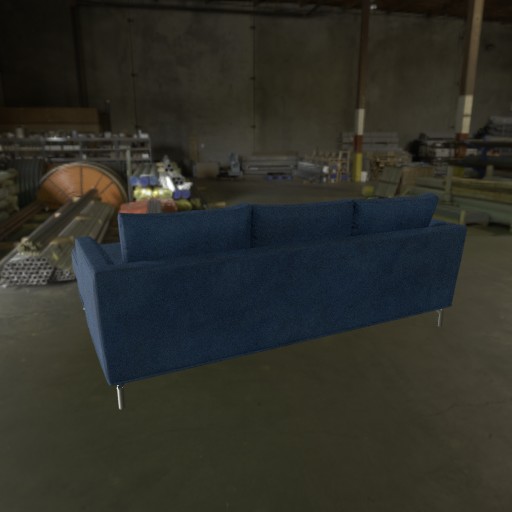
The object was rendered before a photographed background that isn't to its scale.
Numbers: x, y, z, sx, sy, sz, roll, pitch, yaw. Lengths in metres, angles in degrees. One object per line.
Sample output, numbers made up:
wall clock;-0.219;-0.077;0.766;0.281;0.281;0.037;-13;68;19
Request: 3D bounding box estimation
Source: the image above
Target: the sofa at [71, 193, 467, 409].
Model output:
sofa;0.000;0.000;3.255;2.438;0.987;1.622;-7;16;-26
